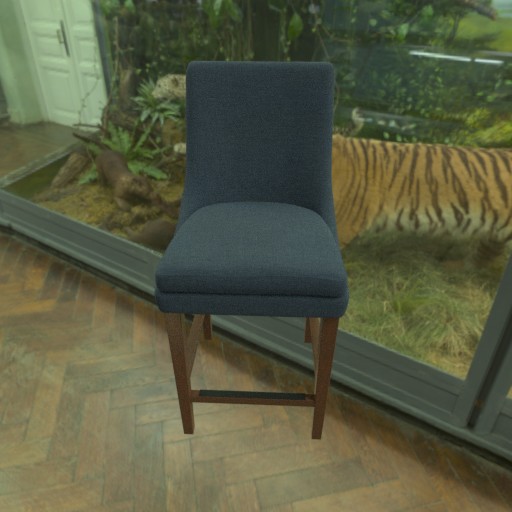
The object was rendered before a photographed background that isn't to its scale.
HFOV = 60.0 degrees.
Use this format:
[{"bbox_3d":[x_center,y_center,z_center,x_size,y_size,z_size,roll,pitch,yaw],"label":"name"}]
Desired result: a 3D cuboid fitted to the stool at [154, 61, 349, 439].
[{"bbox_3d":[0.000,0.000,1.300,0.470,0.981,0.577,1,33,2],"label":"stool"}]
